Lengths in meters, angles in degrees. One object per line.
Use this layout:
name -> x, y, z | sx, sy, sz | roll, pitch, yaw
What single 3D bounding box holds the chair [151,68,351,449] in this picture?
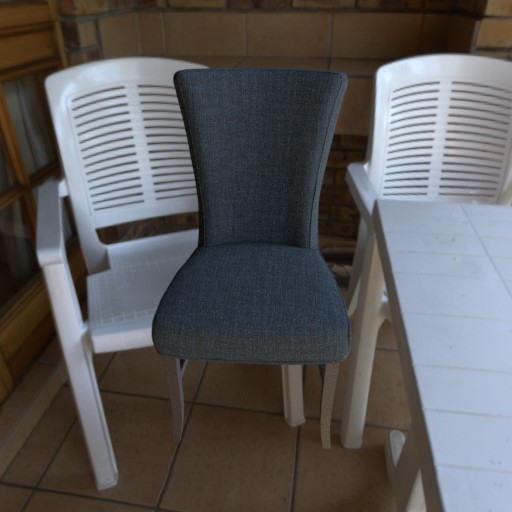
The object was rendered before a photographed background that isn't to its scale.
chair -> 0.000, 0.000, 1.361 | 0.520, 0.991, 0.660 | 2, 32, 2
